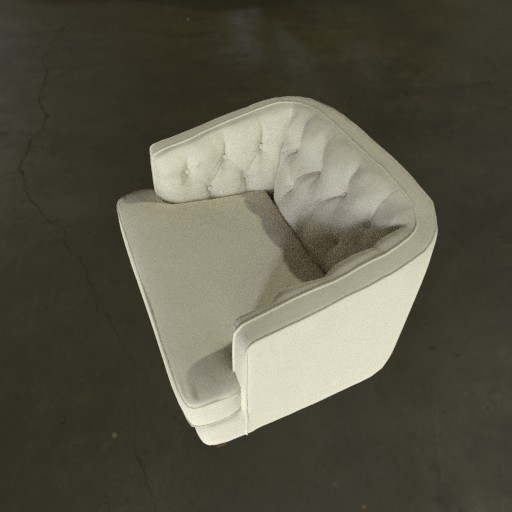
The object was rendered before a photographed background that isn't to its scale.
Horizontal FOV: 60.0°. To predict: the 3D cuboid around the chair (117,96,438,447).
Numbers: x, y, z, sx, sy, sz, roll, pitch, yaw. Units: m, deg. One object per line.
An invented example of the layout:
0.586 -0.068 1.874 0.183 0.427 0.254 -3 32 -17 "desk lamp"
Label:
0.000 0.000 1.787 0.941 0.852 1.104 -17 49 -16 "chair"
